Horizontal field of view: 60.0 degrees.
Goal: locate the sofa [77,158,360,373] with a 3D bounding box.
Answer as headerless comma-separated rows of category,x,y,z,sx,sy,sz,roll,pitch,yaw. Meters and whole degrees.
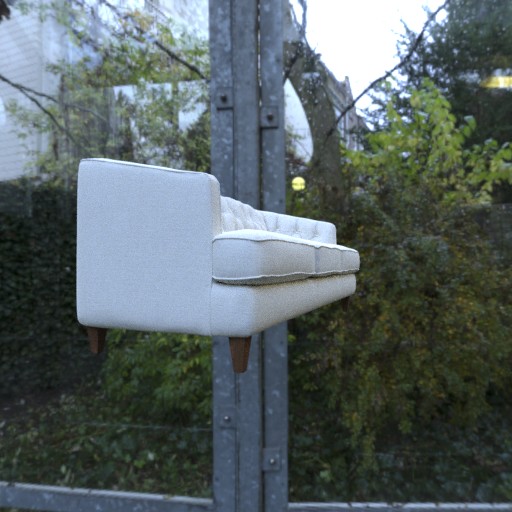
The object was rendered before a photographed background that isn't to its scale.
sofa,0.000,0.000,2.685,0.941,0.855,2.278,0,-1,21
